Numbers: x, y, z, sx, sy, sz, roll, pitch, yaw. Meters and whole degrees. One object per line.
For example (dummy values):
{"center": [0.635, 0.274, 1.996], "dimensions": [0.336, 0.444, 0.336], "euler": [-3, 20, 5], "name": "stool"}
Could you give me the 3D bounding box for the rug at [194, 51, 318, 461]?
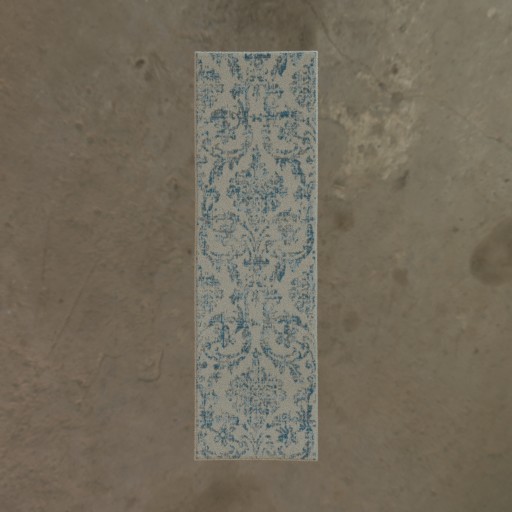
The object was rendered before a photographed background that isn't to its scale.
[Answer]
{"center": [0.000, 0.000, 2.377], "dimensions": [0.662, 0.011, 2.196], "euler": [0, 90, 1], "name": "rug"}
